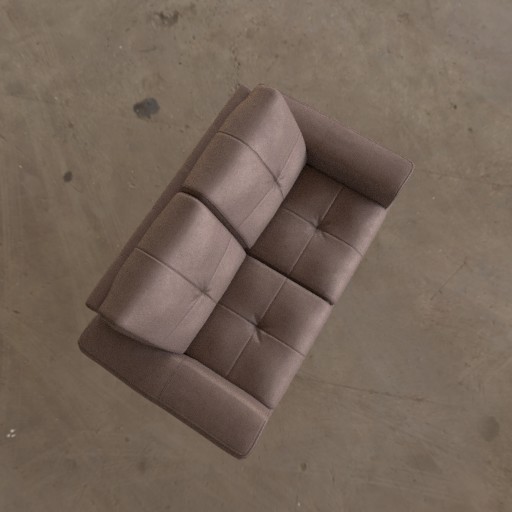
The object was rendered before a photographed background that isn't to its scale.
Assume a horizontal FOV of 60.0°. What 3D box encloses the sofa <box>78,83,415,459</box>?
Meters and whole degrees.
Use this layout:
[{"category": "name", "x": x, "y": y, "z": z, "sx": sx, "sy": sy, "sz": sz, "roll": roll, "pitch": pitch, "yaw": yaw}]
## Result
[{"category": "sofa", "x": 0.000, "y": 0.000, "z": 2.377, "sx": 1.018, "sy": 0.907, "sz": 1.806, "roll": 31, "pitch": 78, "yaw": 7}]
